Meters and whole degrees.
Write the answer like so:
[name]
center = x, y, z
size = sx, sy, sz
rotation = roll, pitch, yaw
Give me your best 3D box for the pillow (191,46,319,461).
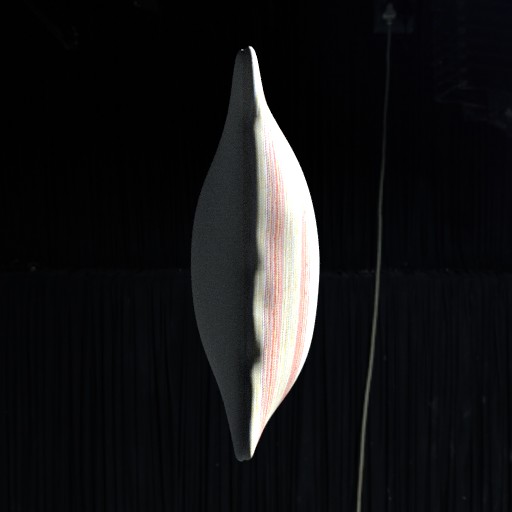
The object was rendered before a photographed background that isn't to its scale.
[pillow]
center = 0.000, 0.000, 0.688
size = 0.191, 0.449, 0.451
rotation = 0, 1, 1
